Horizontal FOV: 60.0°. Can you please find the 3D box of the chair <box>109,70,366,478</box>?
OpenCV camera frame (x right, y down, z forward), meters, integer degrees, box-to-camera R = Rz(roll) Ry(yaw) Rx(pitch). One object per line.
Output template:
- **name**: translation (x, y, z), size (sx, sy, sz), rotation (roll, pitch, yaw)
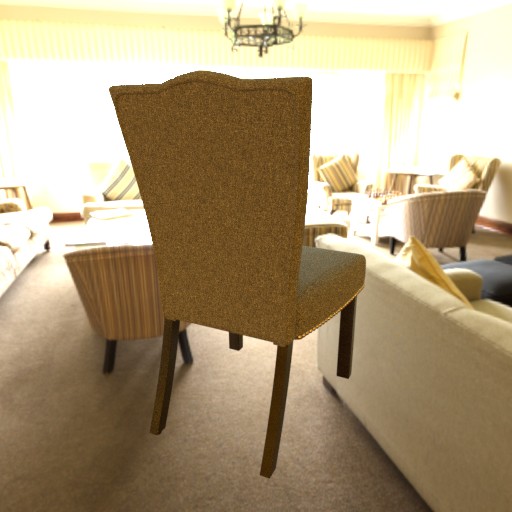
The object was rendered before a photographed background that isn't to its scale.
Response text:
- **chair**: translation (0.000, 0.000, 1.278), size (0.518, 0.946, 0.589), rotation (8, 19, 26)
